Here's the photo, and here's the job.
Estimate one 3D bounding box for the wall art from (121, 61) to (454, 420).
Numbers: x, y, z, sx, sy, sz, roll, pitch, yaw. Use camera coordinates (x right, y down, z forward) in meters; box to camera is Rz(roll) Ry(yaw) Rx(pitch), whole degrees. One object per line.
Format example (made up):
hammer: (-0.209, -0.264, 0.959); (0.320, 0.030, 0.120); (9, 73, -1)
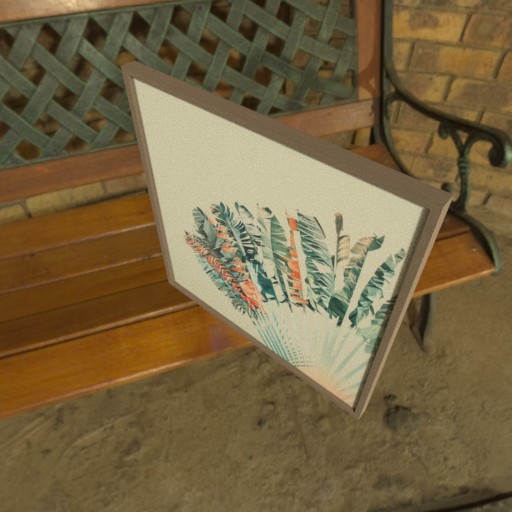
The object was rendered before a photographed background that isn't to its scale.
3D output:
wall art: (0.000, 0.000, 1.115); (0.761, 0.758, 0.038); (31, 54, 26)
